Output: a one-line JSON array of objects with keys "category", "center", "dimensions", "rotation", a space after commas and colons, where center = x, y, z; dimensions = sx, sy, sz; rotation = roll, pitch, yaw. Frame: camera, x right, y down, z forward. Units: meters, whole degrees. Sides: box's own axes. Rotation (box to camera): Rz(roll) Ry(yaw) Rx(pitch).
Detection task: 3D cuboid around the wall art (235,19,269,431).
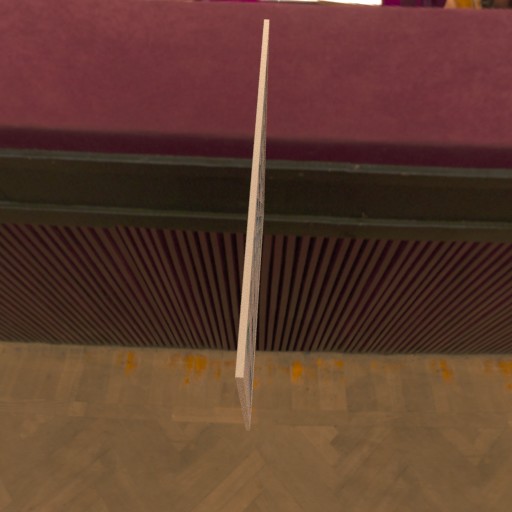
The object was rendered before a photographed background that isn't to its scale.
[{"category": "wall art", "center": [0.000, 0.000, 1.197], "dimensions": [0.012, 0.809, 0.809], "rotation": [3, 63, 2]}]
